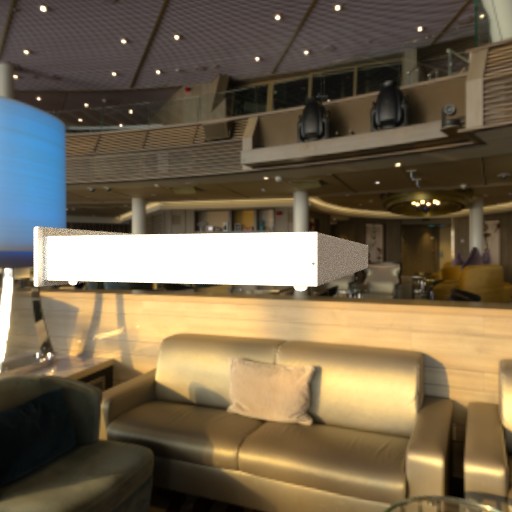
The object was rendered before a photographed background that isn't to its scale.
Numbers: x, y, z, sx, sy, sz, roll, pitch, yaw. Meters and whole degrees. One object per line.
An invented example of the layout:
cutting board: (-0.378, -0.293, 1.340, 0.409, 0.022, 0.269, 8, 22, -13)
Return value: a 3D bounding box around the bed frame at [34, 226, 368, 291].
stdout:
bed frame: (0.000, 0.000, 1.554, 0.670, 0.141, 1.300, 0, 0, 18)
